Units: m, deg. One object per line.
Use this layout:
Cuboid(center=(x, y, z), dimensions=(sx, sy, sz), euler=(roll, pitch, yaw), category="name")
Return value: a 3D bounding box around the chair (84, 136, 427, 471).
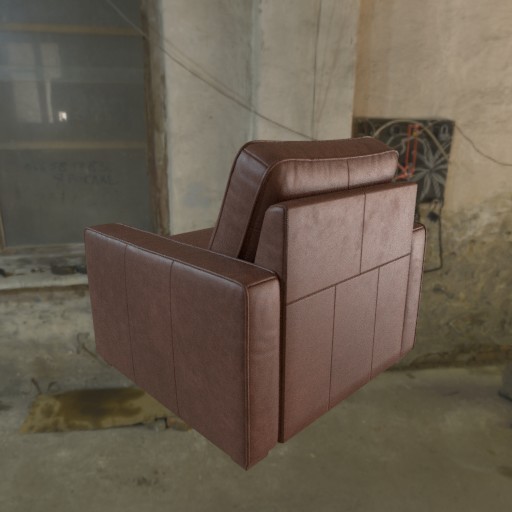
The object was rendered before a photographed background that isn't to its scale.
Cuboid(center=(0.000, 0.000, 1.756), dimensions=(1.017, 0.919, 0.940), euler=(-16, 23, -42), category="chair")
